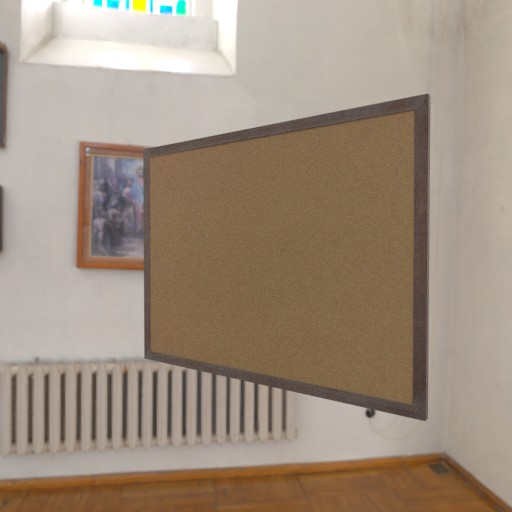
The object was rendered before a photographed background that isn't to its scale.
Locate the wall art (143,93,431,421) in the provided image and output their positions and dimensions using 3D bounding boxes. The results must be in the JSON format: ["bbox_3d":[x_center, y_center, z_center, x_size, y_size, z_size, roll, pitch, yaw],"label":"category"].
[{"bbox_3d":[0.000,0.000,1.352,1.012,0.774,0.019,1,1,36],"label":"wall art"}]
